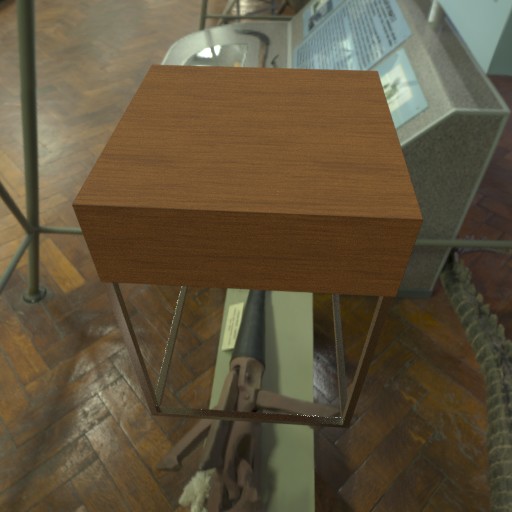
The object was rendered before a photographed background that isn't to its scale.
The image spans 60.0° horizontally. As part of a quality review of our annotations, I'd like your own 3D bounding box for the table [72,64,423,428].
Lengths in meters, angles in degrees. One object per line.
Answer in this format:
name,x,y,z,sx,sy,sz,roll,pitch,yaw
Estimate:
table,0.000,0.000,0.830,0.397,0.540,0.398,3,45,3
